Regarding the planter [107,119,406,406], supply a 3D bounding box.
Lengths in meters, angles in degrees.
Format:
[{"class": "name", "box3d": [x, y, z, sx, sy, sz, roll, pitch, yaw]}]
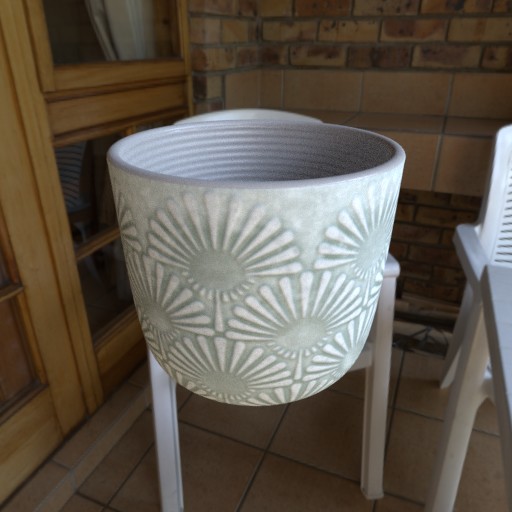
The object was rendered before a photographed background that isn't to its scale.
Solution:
[{"class": "planter", "box3d": [0.000, 0.000, 0.215, 0.124, 0.109, 0.124, 0, 26, 0]}]
